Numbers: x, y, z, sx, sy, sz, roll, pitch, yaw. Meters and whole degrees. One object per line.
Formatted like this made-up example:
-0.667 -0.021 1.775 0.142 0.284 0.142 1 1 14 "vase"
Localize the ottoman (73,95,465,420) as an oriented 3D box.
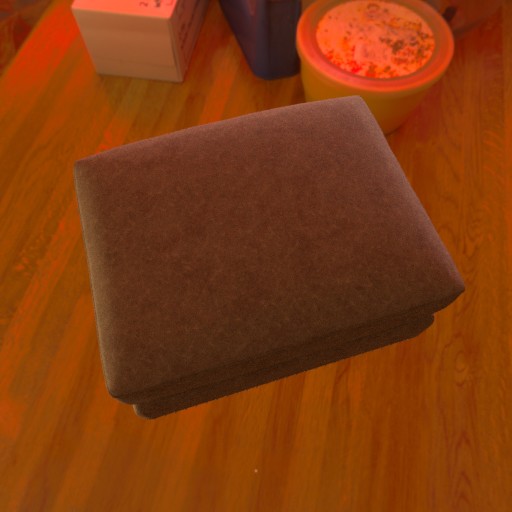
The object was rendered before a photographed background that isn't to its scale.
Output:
0.000 0.000 1.127 0.741 0.513 0.584 -15 65 -7 "ottoman"
